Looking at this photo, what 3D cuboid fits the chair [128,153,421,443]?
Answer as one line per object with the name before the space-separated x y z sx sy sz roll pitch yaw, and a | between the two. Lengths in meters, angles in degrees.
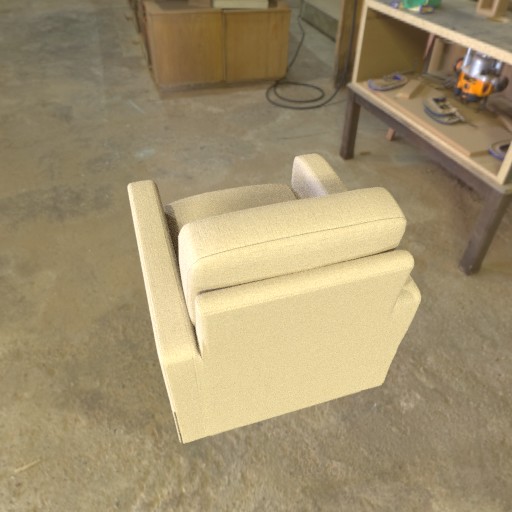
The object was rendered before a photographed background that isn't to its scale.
chair | 0.000 0.000 1.520 0.755 0.827 0.888 -12 43 -13
